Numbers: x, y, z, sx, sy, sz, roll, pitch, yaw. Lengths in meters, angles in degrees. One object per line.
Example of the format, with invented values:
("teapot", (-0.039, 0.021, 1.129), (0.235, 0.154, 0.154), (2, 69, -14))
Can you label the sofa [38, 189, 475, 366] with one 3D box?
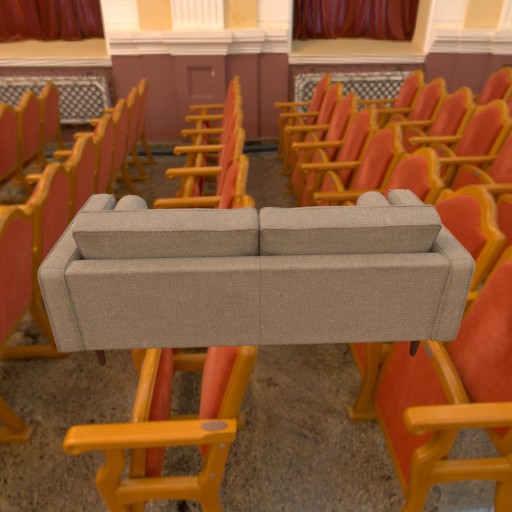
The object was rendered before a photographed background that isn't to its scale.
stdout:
("sofa", (0.000, 0.000, 2.326), (1.879, 0.762, 0.914), (-1, 30, -2))
